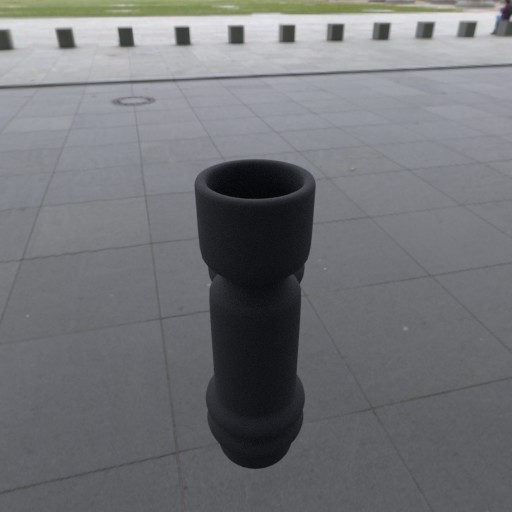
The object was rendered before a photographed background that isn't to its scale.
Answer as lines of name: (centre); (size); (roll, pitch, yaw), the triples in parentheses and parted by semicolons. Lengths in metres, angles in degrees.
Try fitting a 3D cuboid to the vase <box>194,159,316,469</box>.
vase: (0.000, 0.000, 0.434); (0.120, 0.249, 0.307); (0, 31, 0)
